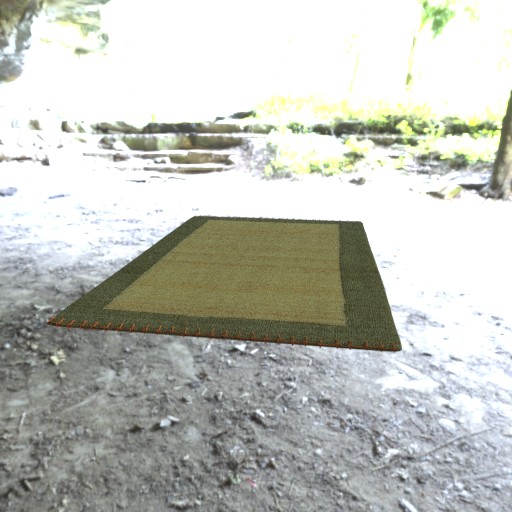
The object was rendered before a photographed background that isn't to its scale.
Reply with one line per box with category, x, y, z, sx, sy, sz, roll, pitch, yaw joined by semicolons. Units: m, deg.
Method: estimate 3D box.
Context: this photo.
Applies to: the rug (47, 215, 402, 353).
rug;0.000;0.000;2.314;1.220;0.019;1.838;3;18;9
